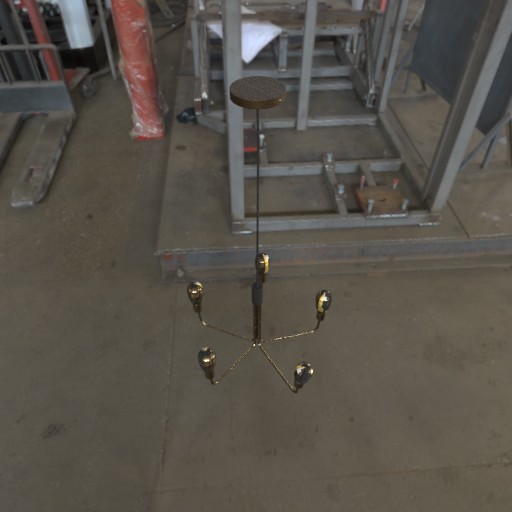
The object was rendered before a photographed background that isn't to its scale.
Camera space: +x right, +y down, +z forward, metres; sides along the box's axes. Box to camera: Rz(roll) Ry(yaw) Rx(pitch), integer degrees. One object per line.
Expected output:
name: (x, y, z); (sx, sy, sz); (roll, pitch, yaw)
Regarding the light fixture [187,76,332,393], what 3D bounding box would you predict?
light fixture: (0.000, 0.000, 1.395); (0.588, 1.059, 0.532); (31, 53, 27)
